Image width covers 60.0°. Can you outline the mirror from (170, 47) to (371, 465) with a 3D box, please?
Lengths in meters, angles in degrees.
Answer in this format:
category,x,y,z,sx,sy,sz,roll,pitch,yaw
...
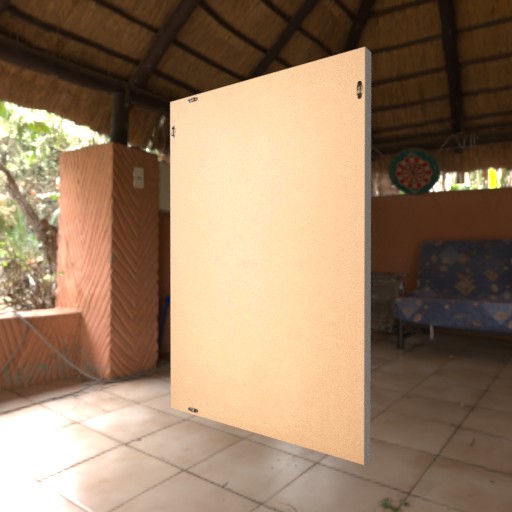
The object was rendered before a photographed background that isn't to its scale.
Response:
category,x,y,z,sx,sy,sz,roll,pitch,yaw
mirror,0.000,0.000,1.160,0.609,0.915,0.040,0,1,36
